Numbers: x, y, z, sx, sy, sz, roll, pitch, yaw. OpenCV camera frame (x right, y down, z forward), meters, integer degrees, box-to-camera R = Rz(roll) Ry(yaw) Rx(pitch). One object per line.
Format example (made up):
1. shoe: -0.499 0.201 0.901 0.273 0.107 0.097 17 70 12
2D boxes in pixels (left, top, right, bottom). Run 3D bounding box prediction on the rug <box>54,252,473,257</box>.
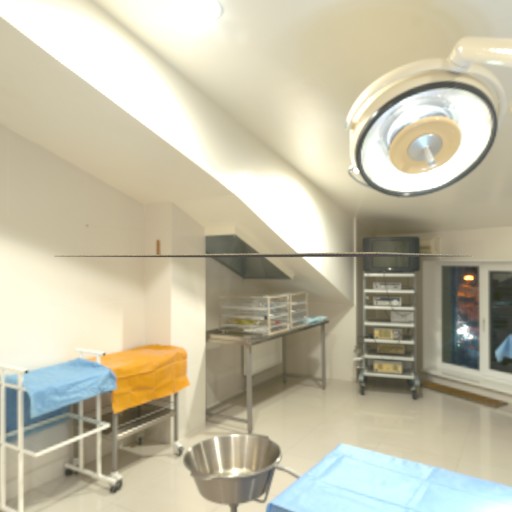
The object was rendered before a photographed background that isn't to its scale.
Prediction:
1. rug: 0.000 0.000 2.311 1.827 0.005 1.229 0 -1 38
